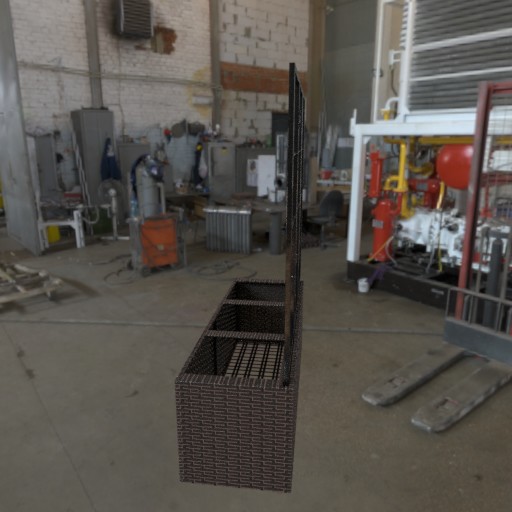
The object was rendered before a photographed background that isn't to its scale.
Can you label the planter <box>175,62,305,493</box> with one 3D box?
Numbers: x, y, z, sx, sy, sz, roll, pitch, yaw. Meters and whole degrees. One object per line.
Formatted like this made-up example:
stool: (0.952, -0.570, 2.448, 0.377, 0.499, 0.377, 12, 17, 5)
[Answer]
planter: (0.000, 0.000, 1.170, 0.244, 0.841, 0.699, 2, 15, 7)
